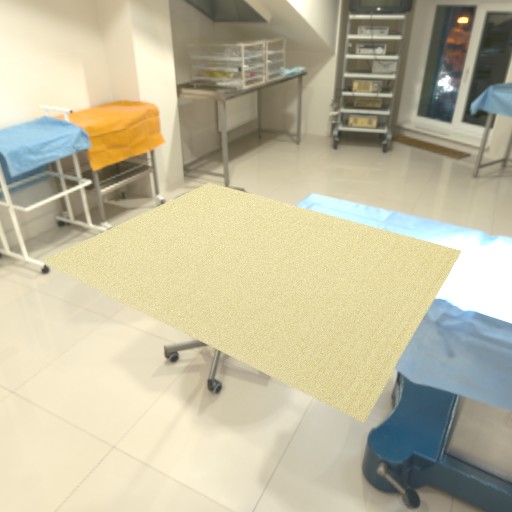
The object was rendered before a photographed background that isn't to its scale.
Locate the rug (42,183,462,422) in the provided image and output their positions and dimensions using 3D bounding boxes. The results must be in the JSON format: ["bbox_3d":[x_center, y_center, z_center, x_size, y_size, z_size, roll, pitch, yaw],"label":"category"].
[{"bbox_3d":[0.000,0.000,4.218,3.204,0.016,2.452,19,35,29],"label":"rug"}]
